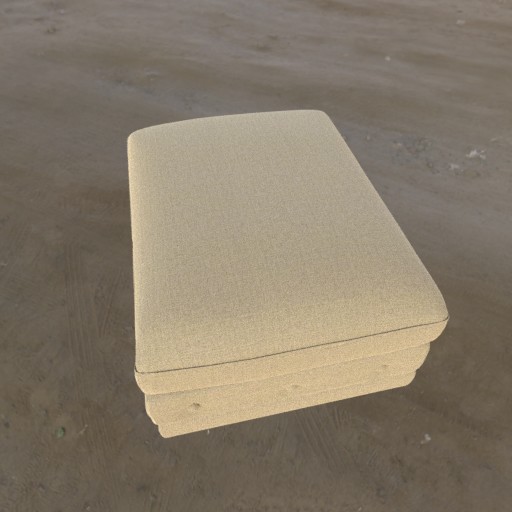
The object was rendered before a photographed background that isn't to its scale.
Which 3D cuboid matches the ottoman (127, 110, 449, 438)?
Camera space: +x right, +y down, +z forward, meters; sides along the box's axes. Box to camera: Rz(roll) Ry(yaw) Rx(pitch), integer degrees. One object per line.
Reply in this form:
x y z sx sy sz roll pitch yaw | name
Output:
0.000 0.000 1.027 0.541 0.463 0.684 -9 48 -8 | ottoman
